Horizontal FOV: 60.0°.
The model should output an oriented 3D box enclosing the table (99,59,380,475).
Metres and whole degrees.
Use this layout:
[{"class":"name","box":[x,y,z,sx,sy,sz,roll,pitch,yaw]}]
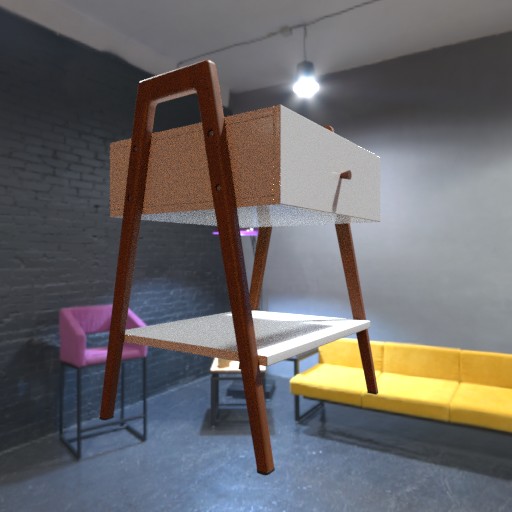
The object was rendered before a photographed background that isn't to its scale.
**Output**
[{"class":"table","box":[0.000,0.000,0.903,0.405,0.610,0.457,0,0,35]}]
